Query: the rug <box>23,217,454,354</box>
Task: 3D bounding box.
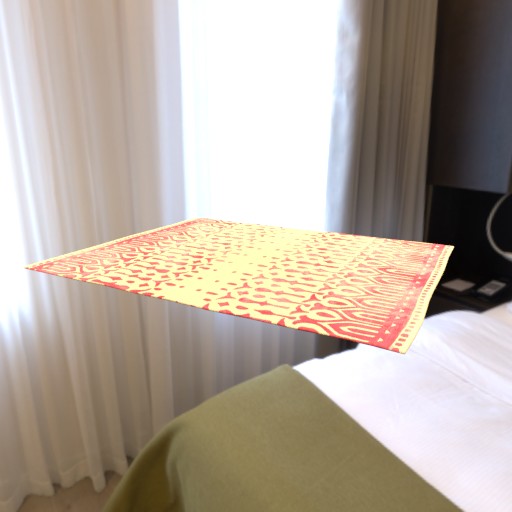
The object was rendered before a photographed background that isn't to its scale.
[{"bbox_3d":[0.000,0.000,3.987,3.095,0.016,2.441,9,18,27],"label":"rug"}]
